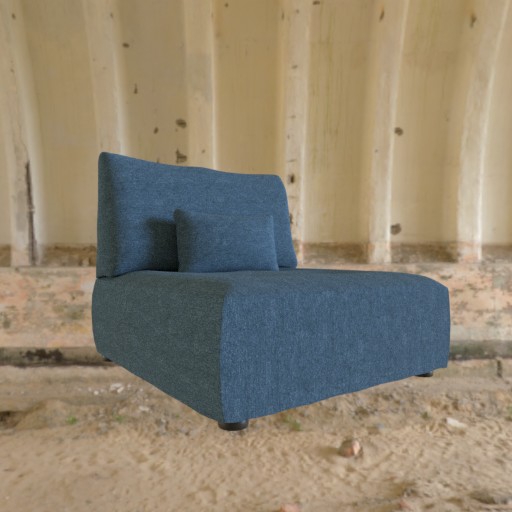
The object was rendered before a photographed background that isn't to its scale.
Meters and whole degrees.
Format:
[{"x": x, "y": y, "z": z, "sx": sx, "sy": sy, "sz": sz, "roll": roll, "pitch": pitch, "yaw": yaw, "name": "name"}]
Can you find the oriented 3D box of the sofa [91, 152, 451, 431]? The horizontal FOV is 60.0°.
[{"x": 0.000, "y": 0.000, "z": 1.654, "sx": 0.930, "sy": 0.820, "sz": 1.000, "roll": 0, "pitch": 0, "yaw": -36, "name": "sofa"}]
